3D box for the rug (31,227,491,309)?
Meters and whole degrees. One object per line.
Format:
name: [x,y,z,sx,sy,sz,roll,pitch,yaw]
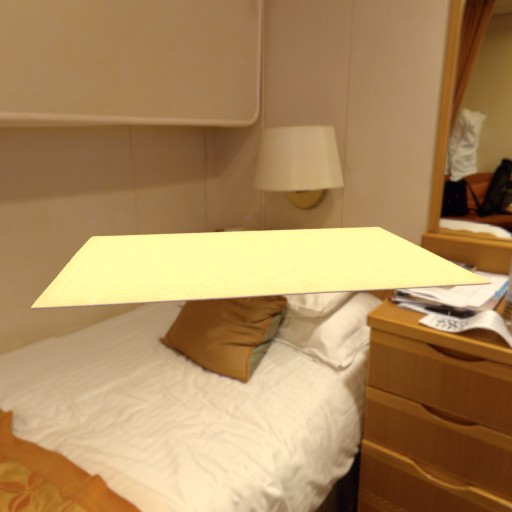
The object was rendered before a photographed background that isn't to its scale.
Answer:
rug: [0.000,0.000,3.014,2.441,0.014,1.531,-2,16,-9]
